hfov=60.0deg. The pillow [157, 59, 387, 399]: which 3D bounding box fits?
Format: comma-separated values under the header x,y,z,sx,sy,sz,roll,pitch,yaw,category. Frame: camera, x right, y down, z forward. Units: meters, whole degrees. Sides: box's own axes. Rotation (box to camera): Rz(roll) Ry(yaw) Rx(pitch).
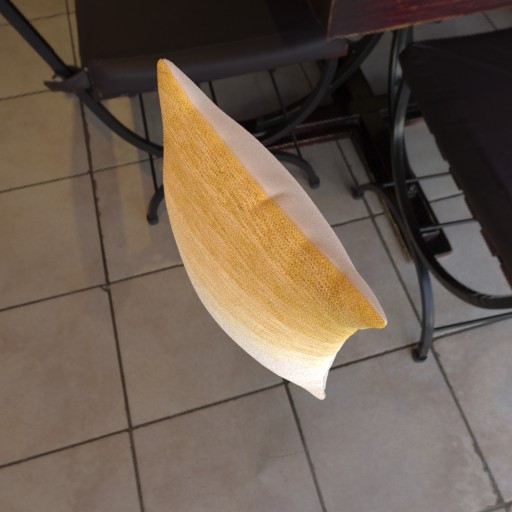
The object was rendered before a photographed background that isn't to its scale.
x,y,z,sx,sy,sz,roll,pitch,yaw,category
0.000,0.000,0.708,0.211,0.450,0.450,-32,68,-15,pillow
